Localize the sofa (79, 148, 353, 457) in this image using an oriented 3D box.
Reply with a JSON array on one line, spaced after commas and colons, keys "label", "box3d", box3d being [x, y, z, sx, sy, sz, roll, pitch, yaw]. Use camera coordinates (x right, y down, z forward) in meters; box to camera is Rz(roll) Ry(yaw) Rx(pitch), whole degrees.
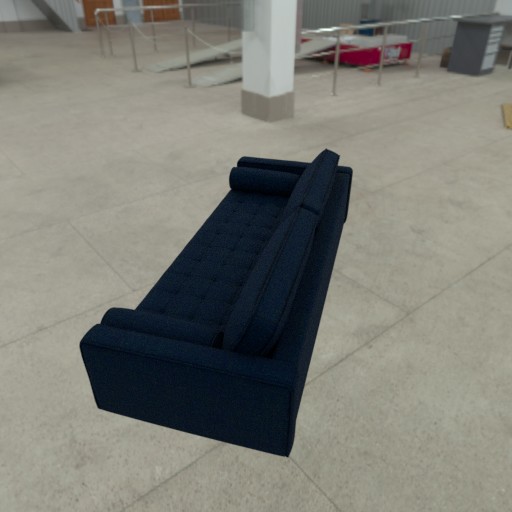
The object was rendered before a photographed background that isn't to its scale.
[{"label": "sofa", "box3d": [0.000, 0.000, 2.668, 0.914, 0.762, 2.210, 9, 34, 13]}]
